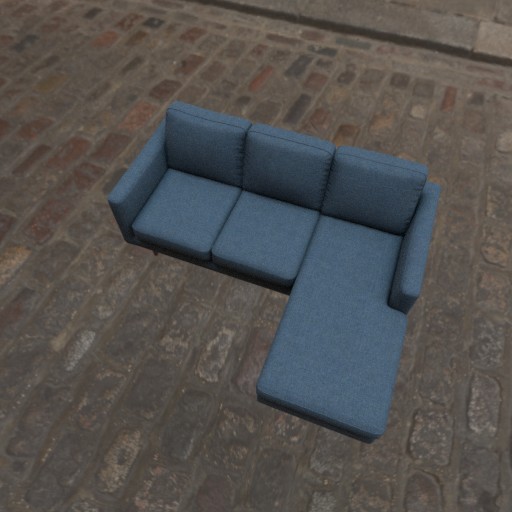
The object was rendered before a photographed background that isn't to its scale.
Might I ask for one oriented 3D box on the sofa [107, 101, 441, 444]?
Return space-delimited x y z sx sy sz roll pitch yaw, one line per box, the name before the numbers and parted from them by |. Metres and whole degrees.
sofa | 0.000 0.000 2.924 2.055 0.957 1.667 18 59 11
